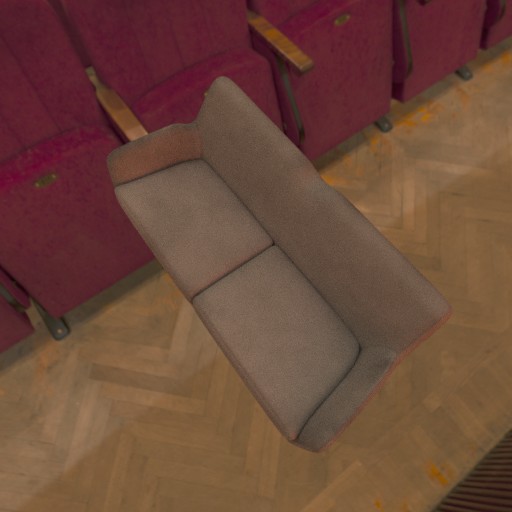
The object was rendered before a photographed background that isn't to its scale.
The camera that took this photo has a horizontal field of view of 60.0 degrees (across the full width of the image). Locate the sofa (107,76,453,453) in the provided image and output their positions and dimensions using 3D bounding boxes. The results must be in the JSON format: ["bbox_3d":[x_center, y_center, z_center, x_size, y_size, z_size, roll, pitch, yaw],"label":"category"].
[{"bbox_3d":[0.000,0.000,2.351,0.850,0.810,1.870,-33,68,-15],"label":"sofa"}]
